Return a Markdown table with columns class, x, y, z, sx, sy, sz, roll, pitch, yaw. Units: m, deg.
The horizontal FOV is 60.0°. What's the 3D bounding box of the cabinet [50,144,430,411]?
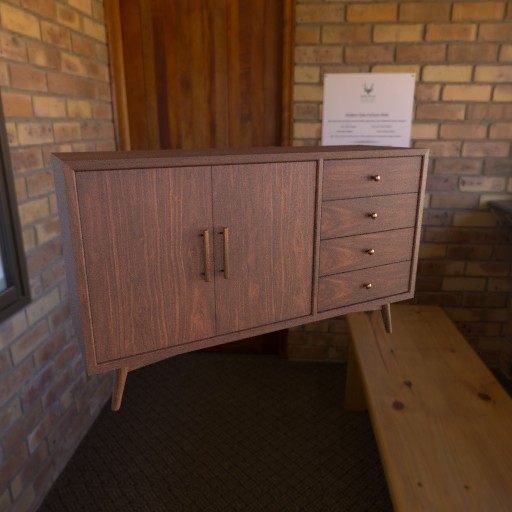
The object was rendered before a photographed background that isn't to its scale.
| class | x | y | z | sx | sy | sz | roll | pitch | yaw |
| --- | --- | --- | --- | --- | --- | --- | --- | --- | --- |
| cabinet | 0.000 | 0.000 | 2.028 | 1.575 | 0.940 | 0.505 | -9 | 18 | -27 |
